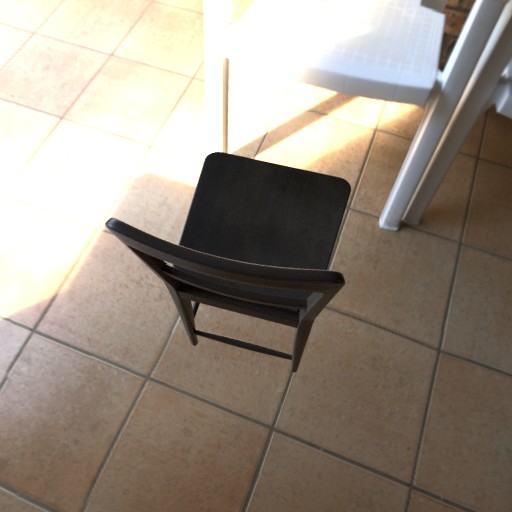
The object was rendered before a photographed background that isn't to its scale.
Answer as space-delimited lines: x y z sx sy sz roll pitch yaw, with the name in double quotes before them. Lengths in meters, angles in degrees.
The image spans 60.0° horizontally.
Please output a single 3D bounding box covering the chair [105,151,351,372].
"chair" 0.000 0.000 1.302 0.450 0.991 0.546 14 64 7
